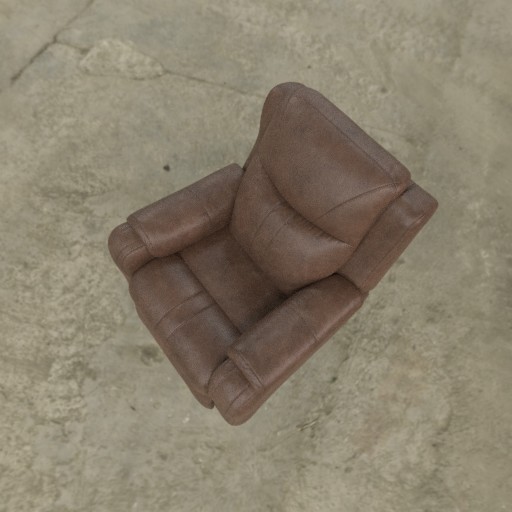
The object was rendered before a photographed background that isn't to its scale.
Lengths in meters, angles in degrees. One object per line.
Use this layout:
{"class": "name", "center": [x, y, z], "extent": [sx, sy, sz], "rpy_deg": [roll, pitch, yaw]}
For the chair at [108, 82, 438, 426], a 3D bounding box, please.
{"class": "chair", "center": [0.000, 0.000, 1.869], "extent": [1.067, 0.990, 0.940], "rpy_deg": [-35, 69, -16]}
